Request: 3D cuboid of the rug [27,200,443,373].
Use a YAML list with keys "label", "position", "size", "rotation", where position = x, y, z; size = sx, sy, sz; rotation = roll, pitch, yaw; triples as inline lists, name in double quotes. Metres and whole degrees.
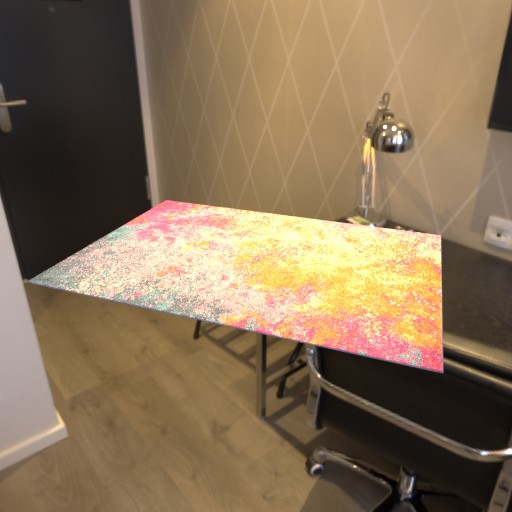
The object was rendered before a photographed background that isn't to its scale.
- label: "rug"
  position: [0.000, 0.000, 3.676]
  size: [2.896, 0.013, 2.007]
  rotation: [9, 27, 18]
